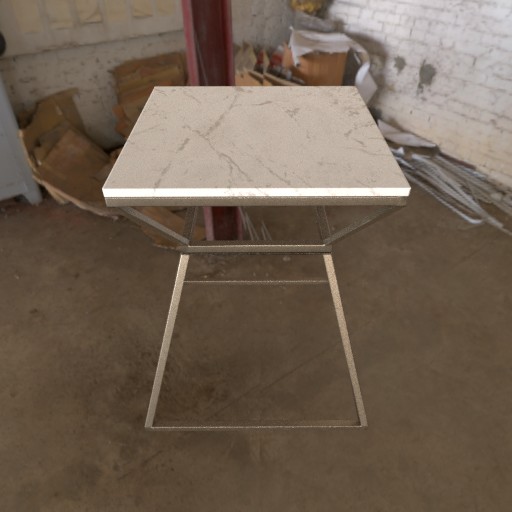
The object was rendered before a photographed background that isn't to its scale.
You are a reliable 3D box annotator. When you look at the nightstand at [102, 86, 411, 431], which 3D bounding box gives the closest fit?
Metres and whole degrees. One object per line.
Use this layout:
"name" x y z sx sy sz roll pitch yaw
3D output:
"nightstand" 0.000 0.000 0.911 0.455 0.554 0.455 0 39 0
